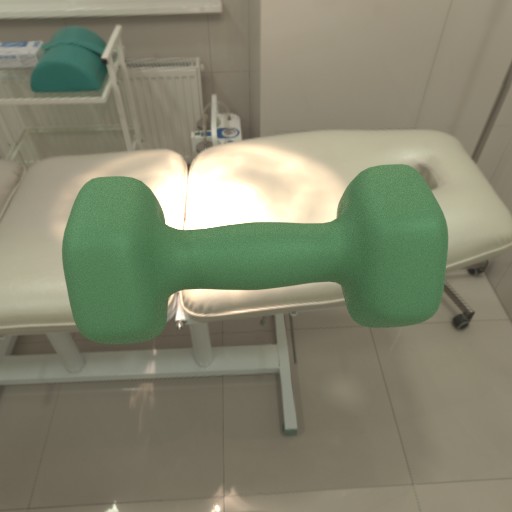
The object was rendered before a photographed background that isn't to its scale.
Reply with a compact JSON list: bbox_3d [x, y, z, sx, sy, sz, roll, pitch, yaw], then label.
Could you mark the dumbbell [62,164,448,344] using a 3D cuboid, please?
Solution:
[{"bbox_3d":[0.000,0.000,0.332,0.260,0.117,0.129,-2,47,-2],"label":"dumbbell"}]
